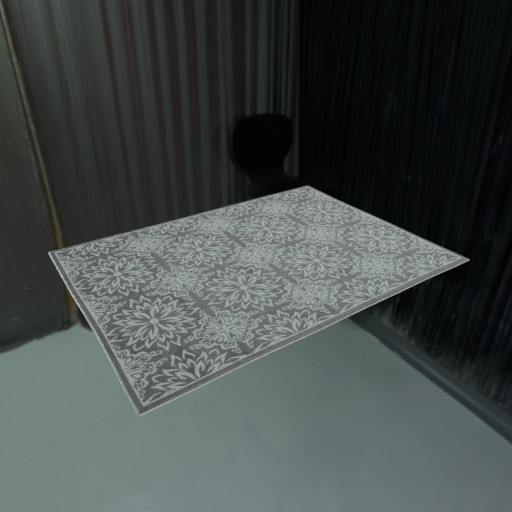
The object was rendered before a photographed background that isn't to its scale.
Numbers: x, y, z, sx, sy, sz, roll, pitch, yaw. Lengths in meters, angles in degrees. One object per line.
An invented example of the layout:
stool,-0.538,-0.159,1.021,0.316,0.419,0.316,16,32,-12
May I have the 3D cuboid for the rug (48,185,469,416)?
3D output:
rug,0.000,0.000,2.874,2.213,0.014,1.608,-18,34,-29
